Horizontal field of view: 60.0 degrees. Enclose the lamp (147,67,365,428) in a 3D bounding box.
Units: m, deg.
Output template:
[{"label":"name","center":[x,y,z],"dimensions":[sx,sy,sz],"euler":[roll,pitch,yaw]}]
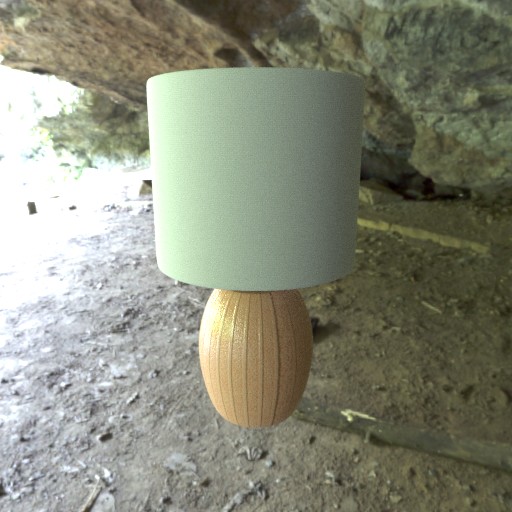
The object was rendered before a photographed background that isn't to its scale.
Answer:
[{"label":"lamp","center":[0.000,0.000,0.752],"dimensions":[0.329,0.570,0.329],"euler":[0,15,0]}]
